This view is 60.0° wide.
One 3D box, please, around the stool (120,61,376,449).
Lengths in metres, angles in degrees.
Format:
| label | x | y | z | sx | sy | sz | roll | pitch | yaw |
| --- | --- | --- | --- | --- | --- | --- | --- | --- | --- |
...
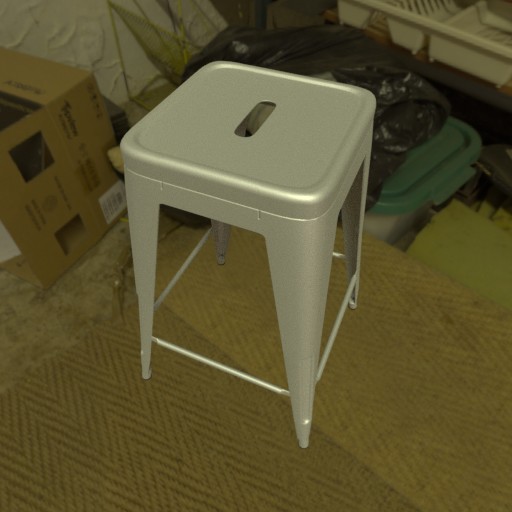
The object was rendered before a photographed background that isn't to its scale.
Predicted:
| label | x | y | z | sx | sy | sz | roll | pitch | yaw |
| --- | --- | --- | --- | --- | --- | --- | --- | --- | --- |
| stool | 0.000 | 0.000 | 0.871 | 0.406 | 0.610 | 0.406 | 18 | 50 | 16 |
